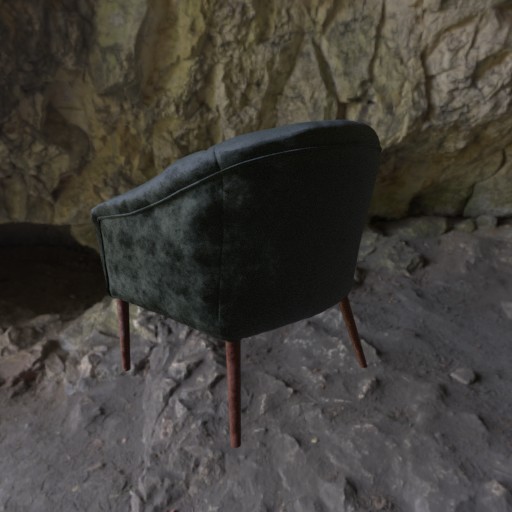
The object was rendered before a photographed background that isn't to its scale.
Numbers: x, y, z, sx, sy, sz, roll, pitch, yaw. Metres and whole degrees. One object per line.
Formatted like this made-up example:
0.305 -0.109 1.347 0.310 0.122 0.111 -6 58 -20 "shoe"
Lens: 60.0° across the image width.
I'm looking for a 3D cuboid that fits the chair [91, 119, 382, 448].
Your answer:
0.000 0.000 1.529 0.851 0.885 0.776 -14 21 -41 "chair"
